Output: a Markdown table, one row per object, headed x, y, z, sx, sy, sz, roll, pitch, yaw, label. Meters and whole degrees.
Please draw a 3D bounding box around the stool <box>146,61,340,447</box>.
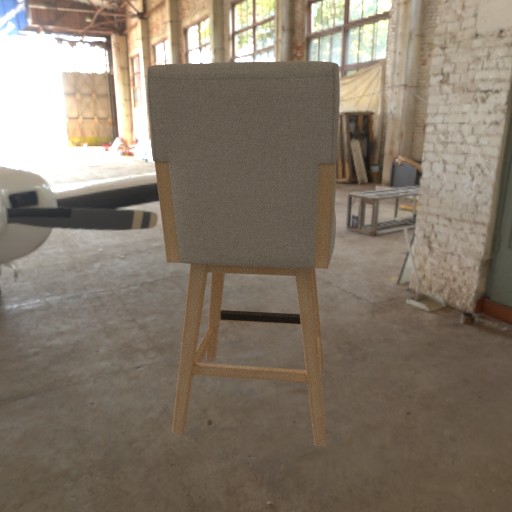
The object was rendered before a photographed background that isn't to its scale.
| x | y | z | sx | sy | sz | roll | pitch | yaw | label |
| --- | --- | --- | --- | --- | --- | --- | --- | --- | --- |
| 0.000 | 0.000 | 1.425 | 0.507 | 1.085 | 0.606 | 2 | 16 | 7 | stool |
